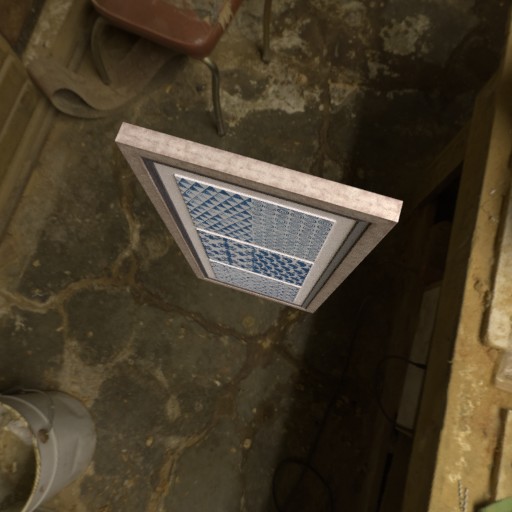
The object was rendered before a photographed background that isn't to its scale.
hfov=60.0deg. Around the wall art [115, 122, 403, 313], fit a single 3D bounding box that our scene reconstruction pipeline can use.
[{"bbox_3d":[0.000,0.000,1.679,0.648,1.461,0.051,17,76,4],"label":"wall art"}]
